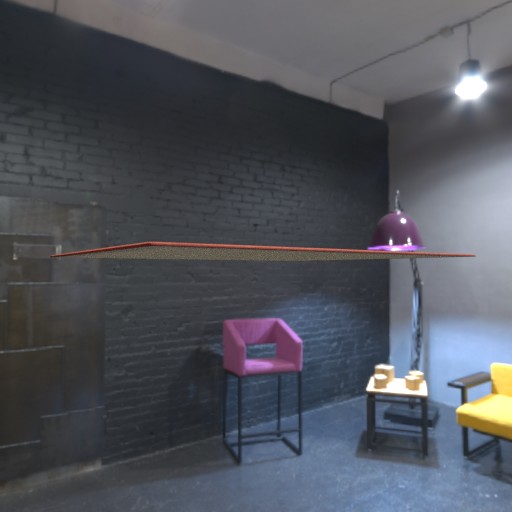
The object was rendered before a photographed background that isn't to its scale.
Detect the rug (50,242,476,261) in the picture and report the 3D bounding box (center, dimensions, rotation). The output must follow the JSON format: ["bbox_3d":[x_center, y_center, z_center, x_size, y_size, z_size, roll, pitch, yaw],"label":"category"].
[{"bbox_3d":[0.000,0.000,3.956,2.976,0.018,2.430,1,-2,-36],"label":"rug"}]
